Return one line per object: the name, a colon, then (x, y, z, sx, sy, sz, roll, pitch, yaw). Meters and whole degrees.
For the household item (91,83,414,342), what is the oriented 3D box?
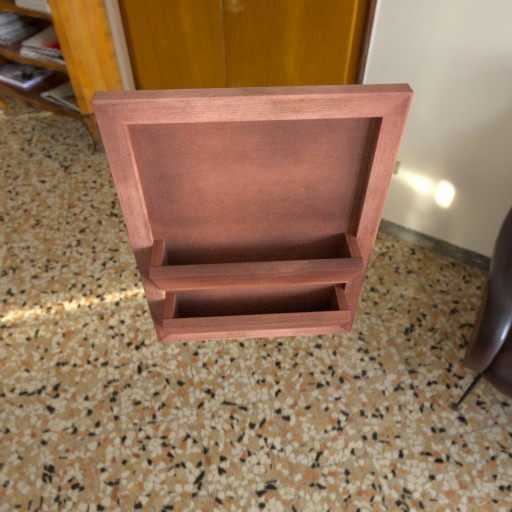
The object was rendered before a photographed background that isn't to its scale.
household item: (0.000, 0.000, 0.558, 0.310, 0.407, 0.067, -2, 46, -2)
